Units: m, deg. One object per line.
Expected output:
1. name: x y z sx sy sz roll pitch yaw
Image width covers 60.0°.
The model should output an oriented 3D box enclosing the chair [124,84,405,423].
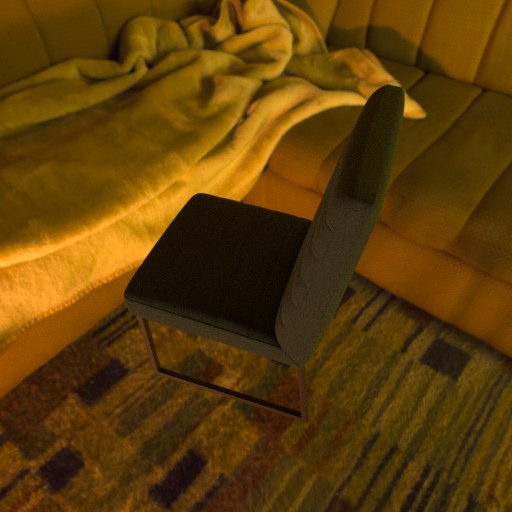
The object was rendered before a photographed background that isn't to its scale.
1. chair: 0.000 0.000 1.320 0.634 0.930 0.520 14 47 13
